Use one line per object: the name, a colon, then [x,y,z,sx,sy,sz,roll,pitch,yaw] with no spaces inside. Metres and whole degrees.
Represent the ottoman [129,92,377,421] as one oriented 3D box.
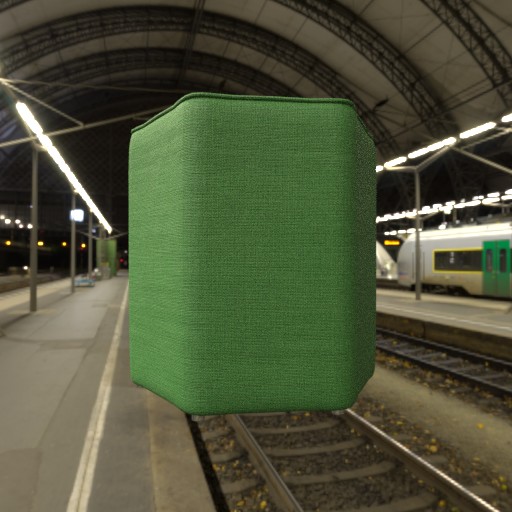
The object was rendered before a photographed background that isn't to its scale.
ottoman: [0.000,0.000,0.890,0.444,0.507,0.499,1,-1,-37]
